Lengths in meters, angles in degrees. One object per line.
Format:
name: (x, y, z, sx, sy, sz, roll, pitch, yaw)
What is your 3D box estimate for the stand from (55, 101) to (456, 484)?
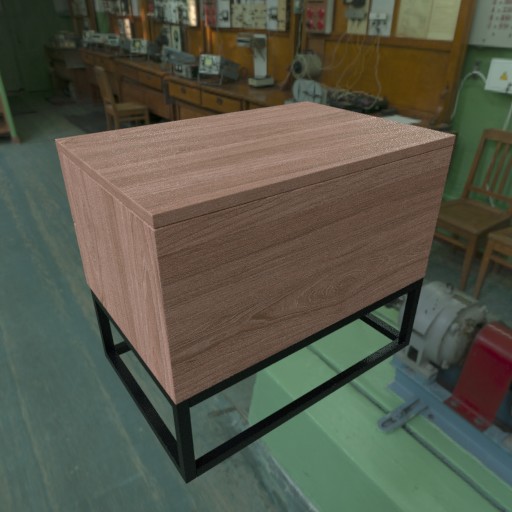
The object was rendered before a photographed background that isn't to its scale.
stand: (0.000, 0.000, 0.928, 0.600, 0.500, 0.420, -20, 35, -31)
